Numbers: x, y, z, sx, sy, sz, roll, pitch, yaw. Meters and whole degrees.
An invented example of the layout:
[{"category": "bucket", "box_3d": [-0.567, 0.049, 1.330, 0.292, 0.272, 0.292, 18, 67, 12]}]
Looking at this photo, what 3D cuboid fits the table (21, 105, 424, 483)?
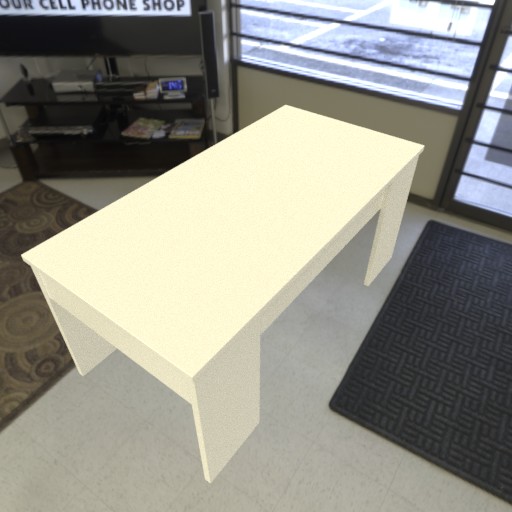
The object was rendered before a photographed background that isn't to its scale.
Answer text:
[{"category": "table", "box_3d": [0.000, 0.000, 1.275, 0.500, 0.440, 1.000, 27, 48, 27]}]
